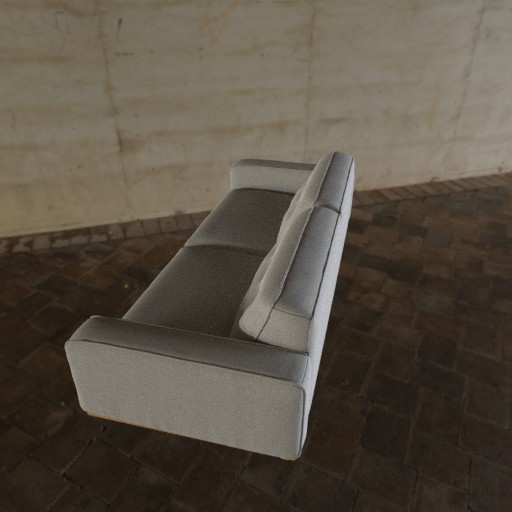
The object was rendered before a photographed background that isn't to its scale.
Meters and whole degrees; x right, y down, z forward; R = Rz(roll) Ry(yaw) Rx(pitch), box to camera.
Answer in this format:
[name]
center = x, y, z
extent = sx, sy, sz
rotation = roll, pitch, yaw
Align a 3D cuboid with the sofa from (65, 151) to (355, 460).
[sofa]
center = 0.000, 0.000, 2.606
extent = 0.956, 0.781, 2.270
rotation = 8, 32, 13
